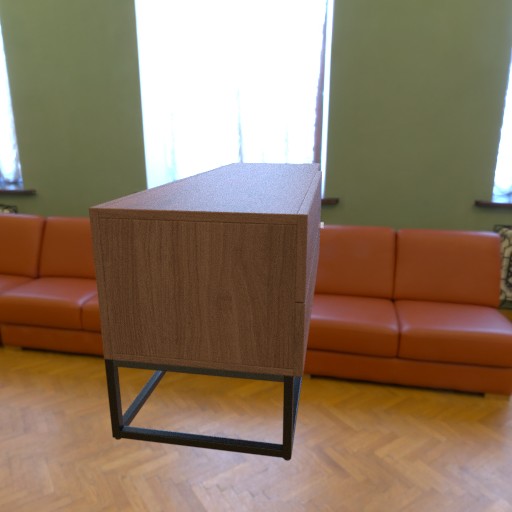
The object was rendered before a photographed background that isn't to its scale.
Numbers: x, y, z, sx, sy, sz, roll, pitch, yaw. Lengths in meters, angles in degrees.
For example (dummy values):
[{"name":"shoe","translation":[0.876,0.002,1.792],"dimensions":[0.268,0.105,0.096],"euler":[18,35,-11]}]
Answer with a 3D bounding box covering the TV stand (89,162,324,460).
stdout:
[{"name":"TV stand","translation":[0.000,0.000,1.414],"dimensions":[0.415,0.500,1.200],"euler":[3,16,9]}]
